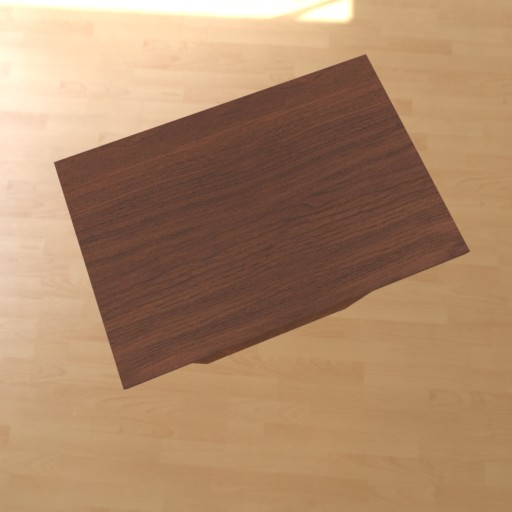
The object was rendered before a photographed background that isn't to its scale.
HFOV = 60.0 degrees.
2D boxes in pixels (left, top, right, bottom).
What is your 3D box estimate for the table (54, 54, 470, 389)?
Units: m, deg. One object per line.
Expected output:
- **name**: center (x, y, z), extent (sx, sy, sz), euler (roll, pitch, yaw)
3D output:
- **table**: center (0.000, 0.000, 1.086), extent (0.589, 0.711, 0.406), euler (-21, 77, -5)
